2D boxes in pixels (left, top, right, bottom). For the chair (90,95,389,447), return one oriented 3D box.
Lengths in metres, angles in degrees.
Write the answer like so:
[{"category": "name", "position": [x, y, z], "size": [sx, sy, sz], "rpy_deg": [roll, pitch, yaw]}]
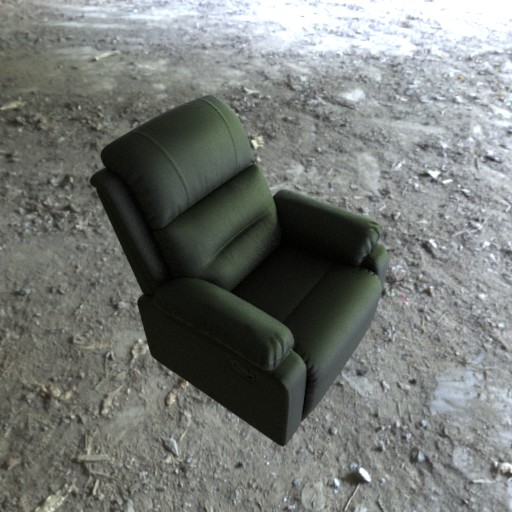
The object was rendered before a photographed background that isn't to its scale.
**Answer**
[{"category": "chair", "position": [0.000, 0.000, 1.753], "size": [0.919, 0.992, 0.855], "rpy_deg": [26, 48, 26]}]
